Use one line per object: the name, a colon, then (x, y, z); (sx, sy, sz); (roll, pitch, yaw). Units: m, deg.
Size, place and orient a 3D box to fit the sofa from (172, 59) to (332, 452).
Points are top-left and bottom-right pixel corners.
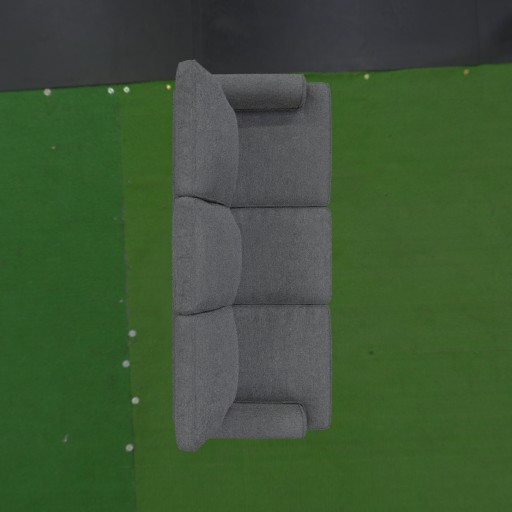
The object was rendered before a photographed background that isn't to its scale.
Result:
sofa: (0.000, 0.000, 2.711); (0.951, 0.965, 2.158); (0, 90, 1)
